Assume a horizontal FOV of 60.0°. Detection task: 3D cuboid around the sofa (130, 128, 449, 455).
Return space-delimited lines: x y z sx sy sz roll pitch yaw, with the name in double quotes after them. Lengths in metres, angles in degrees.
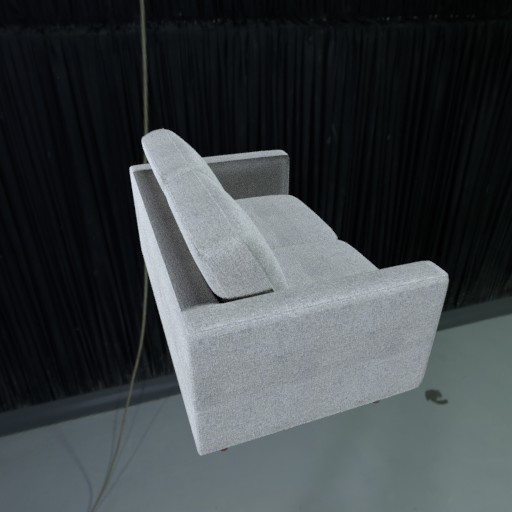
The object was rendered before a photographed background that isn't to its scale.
0.000 0.000 2.145 0.969 0.973 1.527 -10 32 -17 "sofa"
